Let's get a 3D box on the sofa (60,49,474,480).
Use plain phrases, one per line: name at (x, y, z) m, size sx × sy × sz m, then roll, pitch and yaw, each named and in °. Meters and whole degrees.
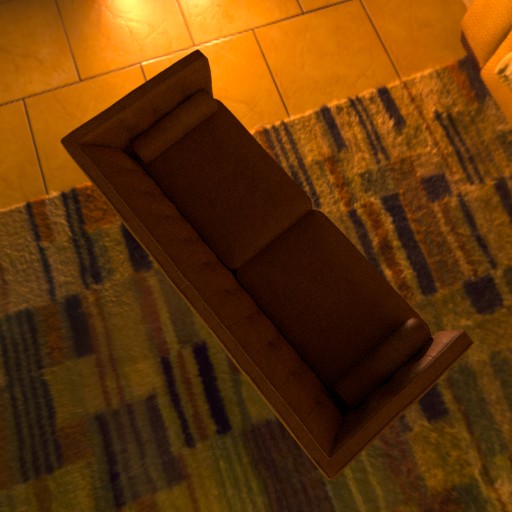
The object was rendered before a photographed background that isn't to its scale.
sofa at (0.000, 0.000, 2.490) m, size 0.912 × 0.798 × 2.079 m, roll -39°, pitch 78°, yaw -9°
